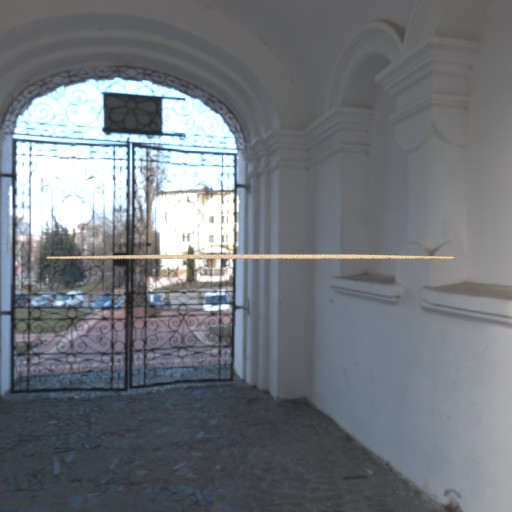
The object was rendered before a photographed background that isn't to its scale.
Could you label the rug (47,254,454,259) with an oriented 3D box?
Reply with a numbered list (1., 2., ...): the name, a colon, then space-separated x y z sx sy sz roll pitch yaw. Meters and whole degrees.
1. rug: 0.000 0.000 4.181 2.471 0.012 3.034 0 0 2
